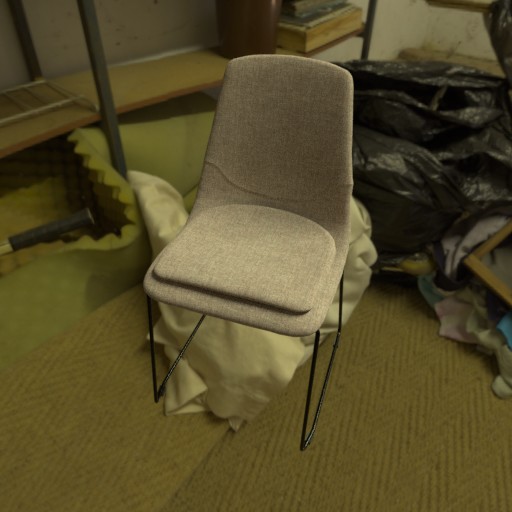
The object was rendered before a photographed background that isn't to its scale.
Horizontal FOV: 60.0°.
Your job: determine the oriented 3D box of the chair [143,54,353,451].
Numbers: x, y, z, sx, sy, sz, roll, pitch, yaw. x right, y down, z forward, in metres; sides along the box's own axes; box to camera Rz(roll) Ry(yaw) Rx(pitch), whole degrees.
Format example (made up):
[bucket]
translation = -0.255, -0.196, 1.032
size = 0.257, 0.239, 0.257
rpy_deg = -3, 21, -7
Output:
[chair]
translation = 0.000, 0.000, 1.152
size = 0.479, 0.858, 0.518
rpy_deg = 12, 41, 15
